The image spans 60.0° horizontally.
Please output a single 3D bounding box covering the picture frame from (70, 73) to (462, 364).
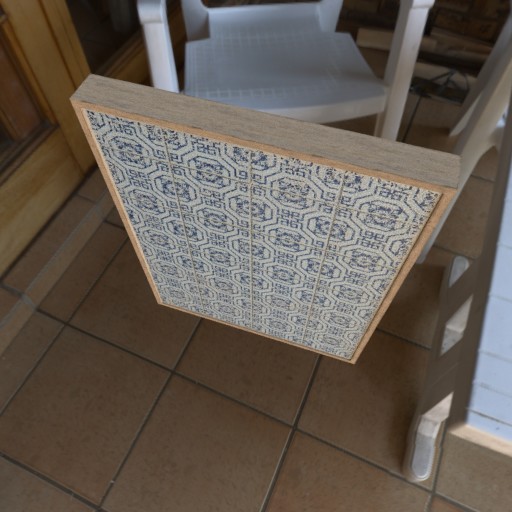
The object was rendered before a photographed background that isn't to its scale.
[{"bbox_3d":[0.000,0.000,0.693,0.421,0.526,0.046,16,60,9],"label":"picture frame"}]
